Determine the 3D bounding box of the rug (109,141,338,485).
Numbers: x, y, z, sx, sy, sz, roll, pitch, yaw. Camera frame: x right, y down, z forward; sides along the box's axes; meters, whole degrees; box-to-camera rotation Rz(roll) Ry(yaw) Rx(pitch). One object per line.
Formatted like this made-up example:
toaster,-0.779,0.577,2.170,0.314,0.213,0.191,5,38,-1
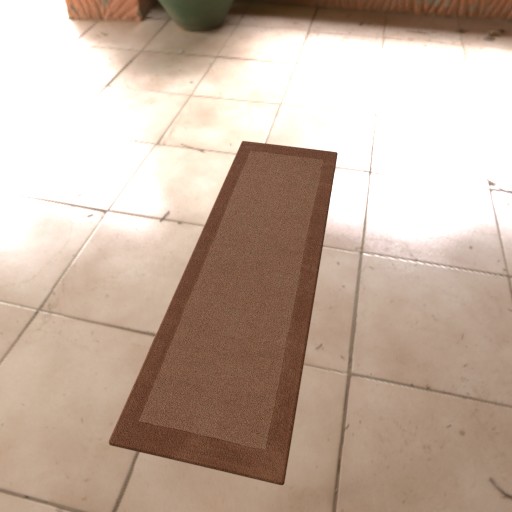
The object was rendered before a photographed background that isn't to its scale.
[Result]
rug,0.000,0.000,2.655,0.764,0.017,2.439,9,47,9
